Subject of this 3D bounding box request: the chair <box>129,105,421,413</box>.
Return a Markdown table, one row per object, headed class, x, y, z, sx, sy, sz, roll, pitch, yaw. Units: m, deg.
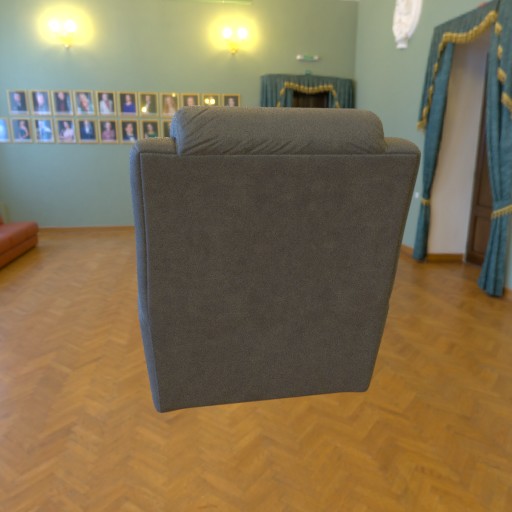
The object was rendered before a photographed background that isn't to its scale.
| class | x | y | z | sx | sy | sz | roll | pitch | yaw |
| --- | --- | --- | --- | --- | --- | --- | --- | --- | --- |
| chair | 0.000 | 0.000 | 1.865 | 0.967 | 1.116 | 1.068 | -2 | 13 | -10 |
